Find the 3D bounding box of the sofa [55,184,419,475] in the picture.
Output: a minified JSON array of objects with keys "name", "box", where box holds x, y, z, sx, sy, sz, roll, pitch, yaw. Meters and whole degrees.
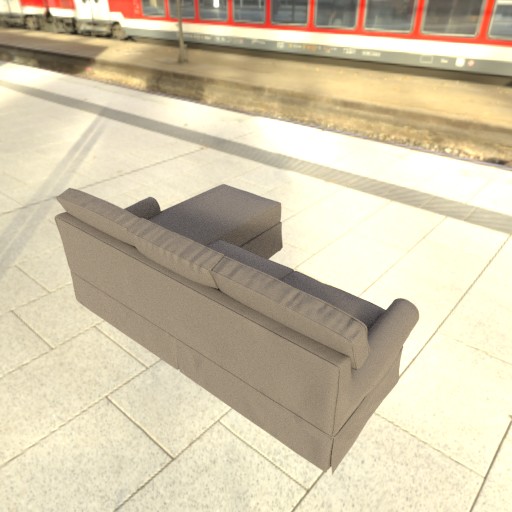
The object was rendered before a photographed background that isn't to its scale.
[{"name":"sofa","box":[0.000,0.000,3.292,2.475,0.978,1.733,23,39,32]}]
